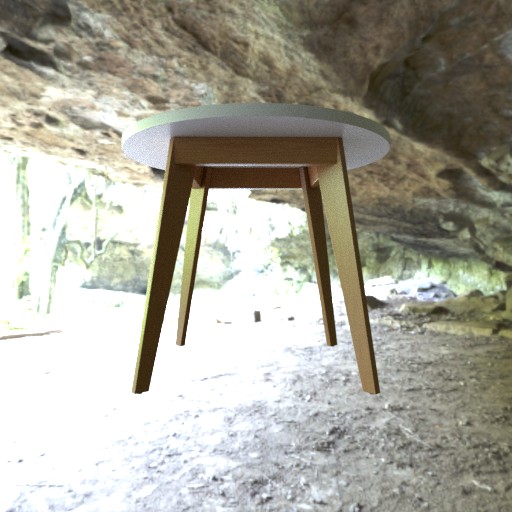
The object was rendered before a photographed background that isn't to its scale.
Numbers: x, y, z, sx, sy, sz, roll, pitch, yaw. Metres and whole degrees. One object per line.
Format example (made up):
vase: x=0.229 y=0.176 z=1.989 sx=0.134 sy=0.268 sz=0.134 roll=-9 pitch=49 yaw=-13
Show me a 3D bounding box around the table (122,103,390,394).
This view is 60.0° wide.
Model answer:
table: x=0.000 y=0.000 z=1.548 sx=0.896 sy=0.762 sz=0.896 roll=0 pitch=0 yaw=0
